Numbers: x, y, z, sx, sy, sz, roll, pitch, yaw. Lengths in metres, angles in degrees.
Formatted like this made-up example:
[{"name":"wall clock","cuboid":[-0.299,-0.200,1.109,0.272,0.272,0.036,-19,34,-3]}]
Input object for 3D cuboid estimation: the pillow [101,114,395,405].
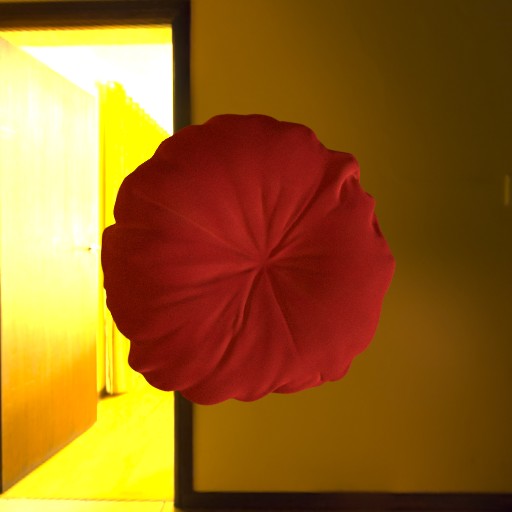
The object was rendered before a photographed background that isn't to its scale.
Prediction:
[{"name":"pillow","cuboid":[0.000,0.000,0.648,0.428,0.407,0.148,0,1,-18]}]
